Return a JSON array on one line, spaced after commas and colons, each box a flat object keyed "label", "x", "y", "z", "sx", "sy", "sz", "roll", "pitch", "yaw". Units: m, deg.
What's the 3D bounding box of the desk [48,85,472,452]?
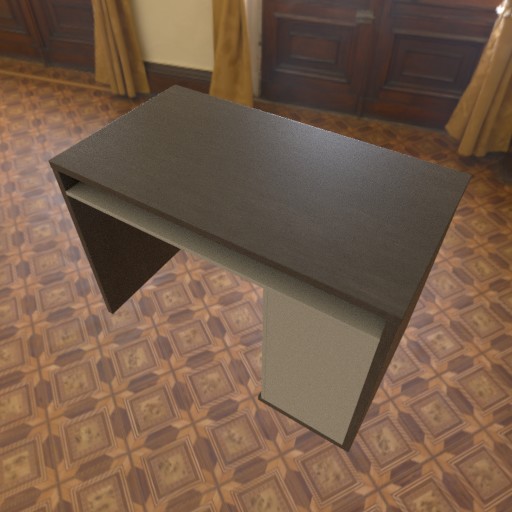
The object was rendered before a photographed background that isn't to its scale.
[{"label": "desk", "x": 0.000, "y": 0.000, "z": 1.576, "sx": 1.100, "sy": 0.750, "sz": 0.600, "roll": 24, "pitch": 51, "yaw": 22}]
